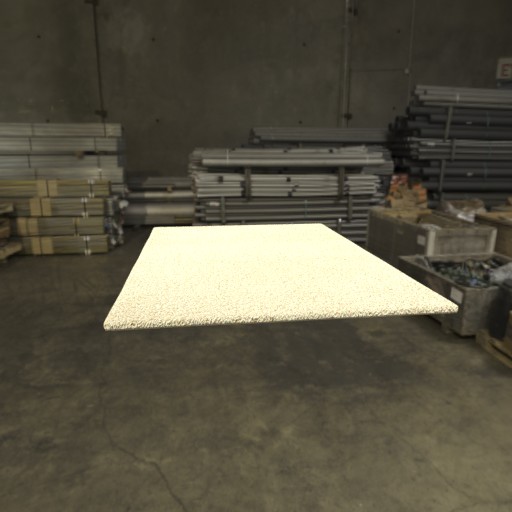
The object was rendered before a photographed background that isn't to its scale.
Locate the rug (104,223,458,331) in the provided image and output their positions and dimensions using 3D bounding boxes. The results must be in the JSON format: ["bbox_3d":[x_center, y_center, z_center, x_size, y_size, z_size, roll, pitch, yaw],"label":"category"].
[{"bbox_3d":[0.000,0.000,2.343,1.219,0.030,1.778,-2,14,-7],"label":"rug"}]
